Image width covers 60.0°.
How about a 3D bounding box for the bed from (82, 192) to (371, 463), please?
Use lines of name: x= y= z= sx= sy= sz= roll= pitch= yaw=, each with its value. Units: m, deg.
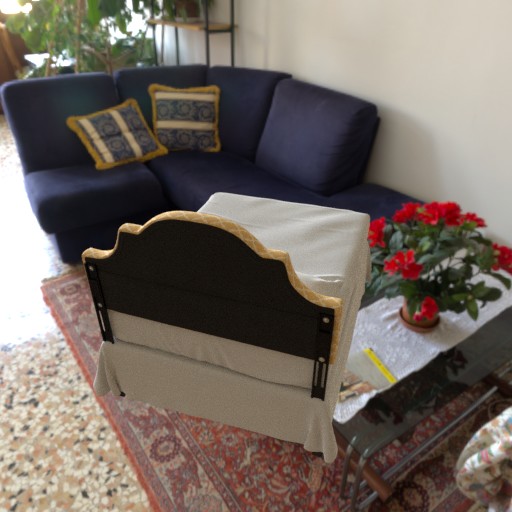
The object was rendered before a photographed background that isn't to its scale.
bed: x=0.000 y=0.000 z=3.463 sx=1.780 sy=1.633 sz=2.222 roll=11 pitch=34 yaw=16
